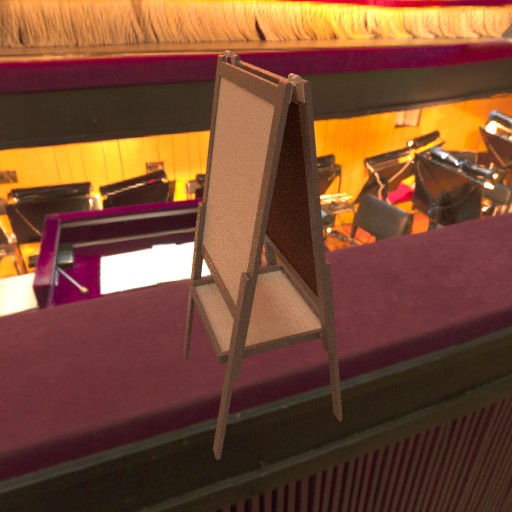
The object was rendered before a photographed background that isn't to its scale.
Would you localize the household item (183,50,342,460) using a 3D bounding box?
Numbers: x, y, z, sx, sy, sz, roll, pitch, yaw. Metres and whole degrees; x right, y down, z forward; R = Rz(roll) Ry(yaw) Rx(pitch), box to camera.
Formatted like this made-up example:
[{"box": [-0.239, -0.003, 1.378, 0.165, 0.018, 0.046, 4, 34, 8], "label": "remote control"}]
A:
[{"box": [0.000, 0.000, 1.443, 0.469, 1.172, 0.531, -10, 32, -17], "label": "household item"}]
